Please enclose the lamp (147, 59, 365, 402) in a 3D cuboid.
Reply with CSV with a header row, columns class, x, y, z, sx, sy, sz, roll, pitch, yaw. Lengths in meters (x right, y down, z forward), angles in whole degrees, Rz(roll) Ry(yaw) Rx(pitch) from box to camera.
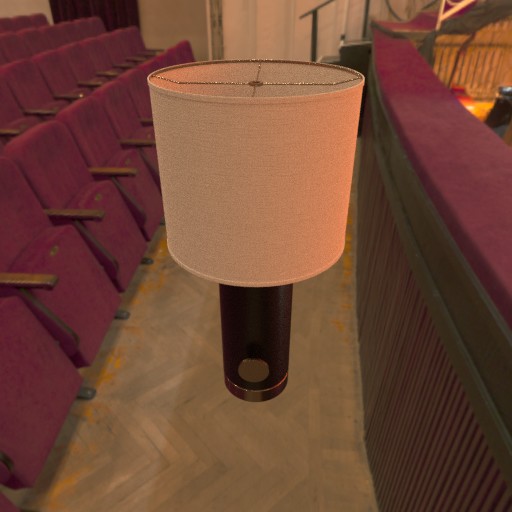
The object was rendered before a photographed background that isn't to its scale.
class,x,y,z,sx,sy,sz,roll,pitch,yaw
lamp,0.000,0.000,0.627,0.241,0.482,0.240,1,32,2
